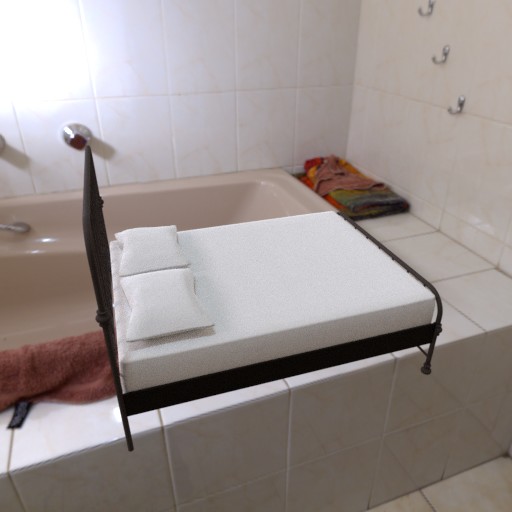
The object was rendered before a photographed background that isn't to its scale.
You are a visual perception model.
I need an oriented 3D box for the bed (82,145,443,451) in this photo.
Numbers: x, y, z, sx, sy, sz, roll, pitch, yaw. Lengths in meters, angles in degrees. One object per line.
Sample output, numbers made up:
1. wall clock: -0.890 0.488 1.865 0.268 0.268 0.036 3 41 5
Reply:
1. bed: 0.000 0.000 3.188 2.134 1.446 1.616 -9 30 -16
